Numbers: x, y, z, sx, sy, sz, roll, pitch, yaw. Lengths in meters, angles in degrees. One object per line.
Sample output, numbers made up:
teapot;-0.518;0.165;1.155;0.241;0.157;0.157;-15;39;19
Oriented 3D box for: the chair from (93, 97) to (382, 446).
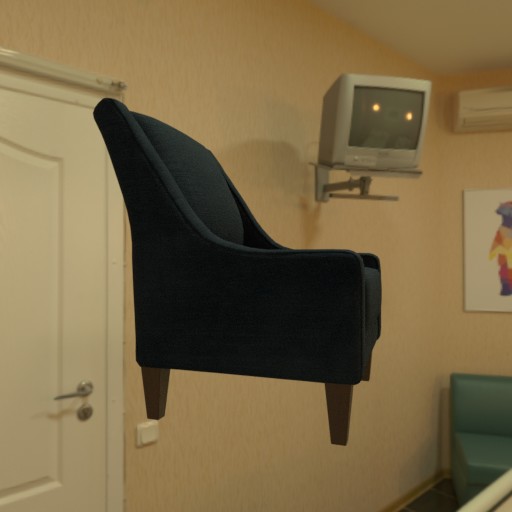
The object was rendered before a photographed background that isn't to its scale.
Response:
chair;0.000;0.000;1.631;0.870;1.014;0.774;0;-1;19
